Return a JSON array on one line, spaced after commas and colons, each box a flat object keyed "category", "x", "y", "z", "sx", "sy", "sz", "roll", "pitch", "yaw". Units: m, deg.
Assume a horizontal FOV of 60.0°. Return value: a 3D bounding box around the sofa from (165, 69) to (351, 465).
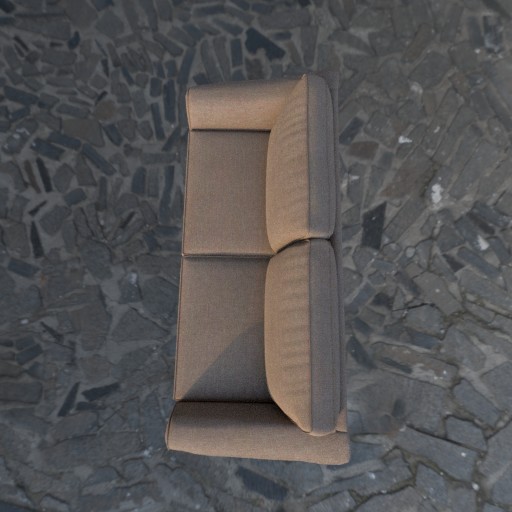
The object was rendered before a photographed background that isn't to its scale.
[{"category": "sofa", "x": 0.000, "y": 0.000, "z": 2.743, "sx": 0.986, "sy": 0.906, "sz": 2.270, "roll": 1, "pitch": 76, "yaw": 0}]
